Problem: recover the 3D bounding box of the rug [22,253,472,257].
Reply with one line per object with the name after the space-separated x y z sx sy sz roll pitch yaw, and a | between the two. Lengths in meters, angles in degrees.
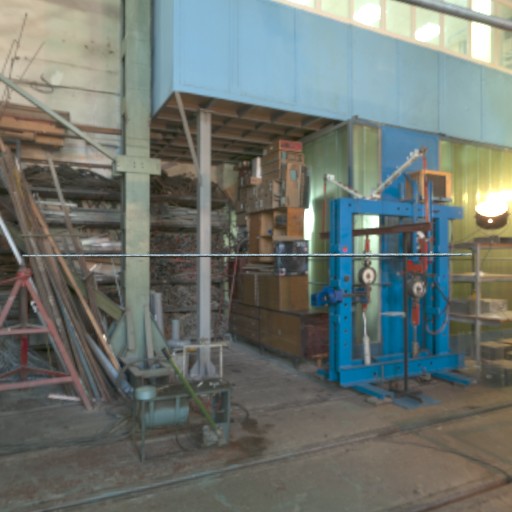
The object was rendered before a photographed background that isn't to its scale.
0.000 0.000 2.991 2.441 0.008 1.526 0 0 18 | rug
